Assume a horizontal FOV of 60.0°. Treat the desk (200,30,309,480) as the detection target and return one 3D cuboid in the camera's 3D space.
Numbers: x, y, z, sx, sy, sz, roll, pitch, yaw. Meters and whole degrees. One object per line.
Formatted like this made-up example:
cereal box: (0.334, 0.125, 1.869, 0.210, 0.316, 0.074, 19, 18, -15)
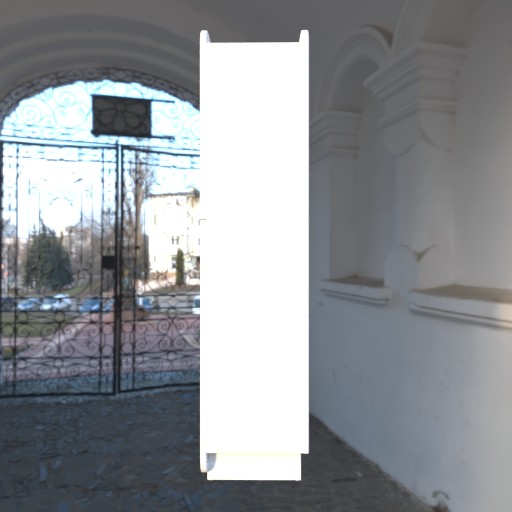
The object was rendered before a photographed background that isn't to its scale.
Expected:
desk: (0.000, 0.000, 1.529, 0.278, 1.190, 0.795, 0, 0, 1)
